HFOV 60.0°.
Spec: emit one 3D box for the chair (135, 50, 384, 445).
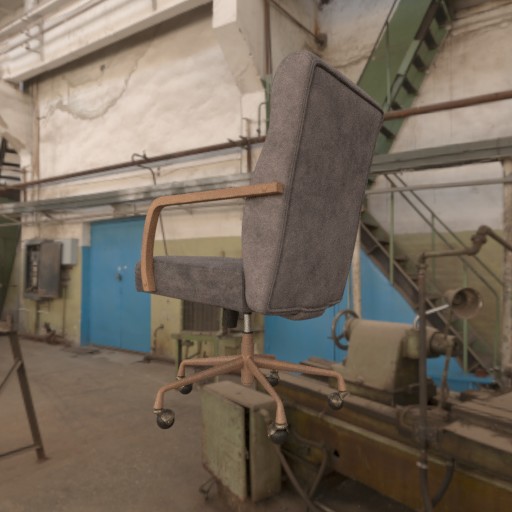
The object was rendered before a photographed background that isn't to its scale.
[{"bbox_3d":[0.000,0.000,1.471,0.741,1.029,0.640,-1,-1,37],"label":"chair"}]
